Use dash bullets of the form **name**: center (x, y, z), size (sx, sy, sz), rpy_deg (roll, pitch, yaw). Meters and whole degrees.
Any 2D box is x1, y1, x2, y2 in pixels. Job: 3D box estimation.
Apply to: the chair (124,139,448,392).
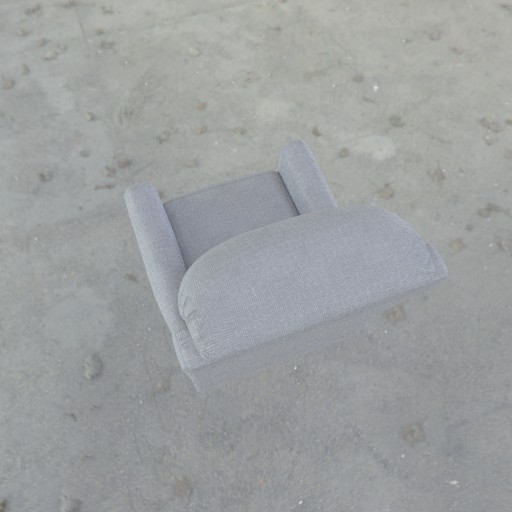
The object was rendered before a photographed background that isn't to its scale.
- **chair**: center (0.000, 0.000, 1.733), size (0.838, 1.054, 1.014), rpy_deg (-18, 59, -11)
